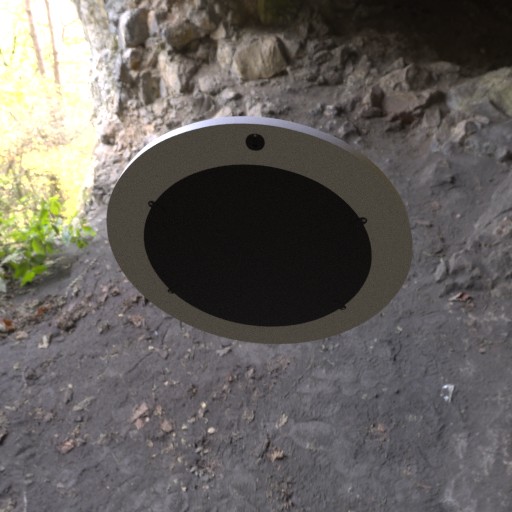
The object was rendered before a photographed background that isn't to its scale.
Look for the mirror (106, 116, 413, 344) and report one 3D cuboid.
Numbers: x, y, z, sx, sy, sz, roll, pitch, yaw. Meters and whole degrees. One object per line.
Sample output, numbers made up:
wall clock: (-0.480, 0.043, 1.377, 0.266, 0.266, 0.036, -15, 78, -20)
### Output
mirror: (0.000, 0.000, 1.364, 0.914, 0.914, 0.038, 5, 46, 5)
